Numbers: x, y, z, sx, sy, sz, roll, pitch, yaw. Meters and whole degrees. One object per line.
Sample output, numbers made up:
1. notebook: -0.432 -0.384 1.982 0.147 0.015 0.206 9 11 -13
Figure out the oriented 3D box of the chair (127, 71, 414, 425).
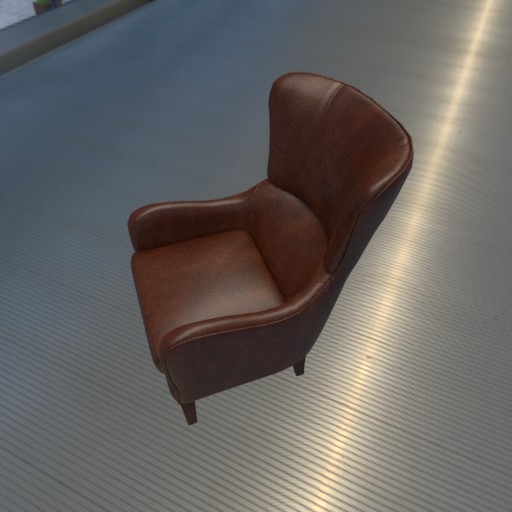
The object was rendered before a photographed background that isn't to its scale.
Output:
1. chair: 0.000 0.000 1.663 0.914 1.048 0.692 -15 48 -14
